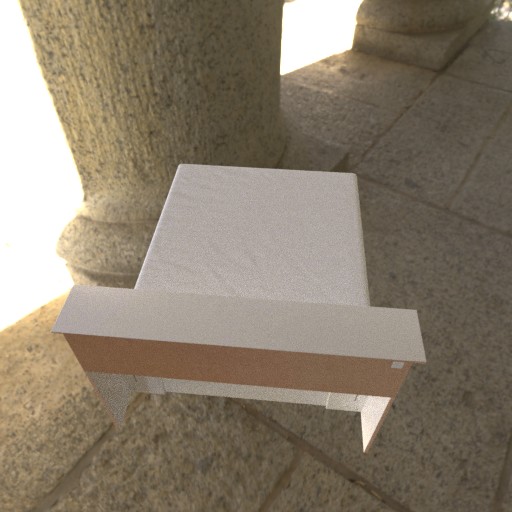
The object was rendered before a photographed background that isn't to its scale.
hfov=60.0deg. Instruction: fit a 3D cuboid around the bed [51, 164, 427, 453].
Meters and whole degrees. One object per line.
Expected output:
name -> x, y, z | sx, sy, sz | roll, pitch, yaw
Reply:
bed -> 0.000, 0.000, 3.080 | 1.671, 1.092, 2.133 | 4, 47, 4
